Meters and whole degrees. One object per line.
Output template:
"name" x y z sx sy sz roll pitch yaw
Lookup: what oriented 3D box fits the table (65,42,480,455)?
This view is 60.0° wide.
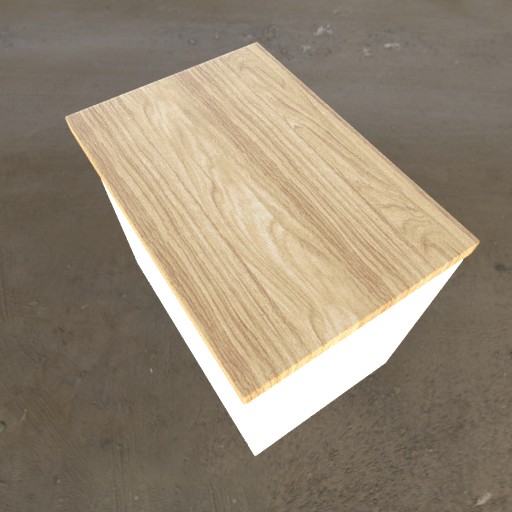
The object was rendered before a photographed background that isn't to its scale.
"table" 0.000 0.000 0.794 0.360 0.440 0.500 -29 62 -17
